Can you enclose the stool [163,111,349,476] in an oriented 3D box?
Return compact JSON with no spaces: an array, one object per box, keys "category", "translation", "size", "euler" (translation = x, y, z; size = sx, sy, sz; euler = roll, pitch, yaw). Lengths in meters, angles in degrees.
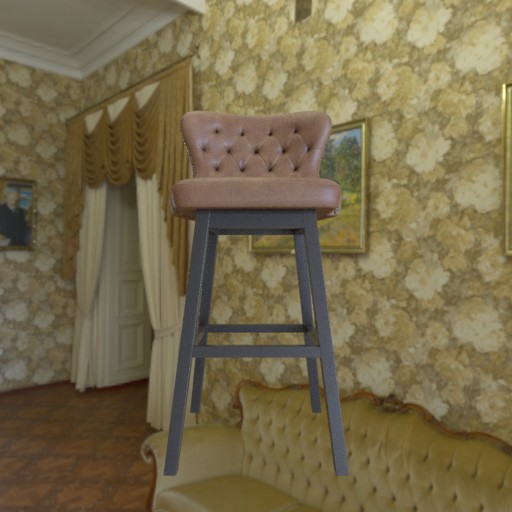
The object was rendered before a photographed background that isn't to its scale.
[{"category":"stool","translation":[0.000,0.000,1.358],"size":[0.528,1.050,0.601],"euler":[0,-1,0]}]
